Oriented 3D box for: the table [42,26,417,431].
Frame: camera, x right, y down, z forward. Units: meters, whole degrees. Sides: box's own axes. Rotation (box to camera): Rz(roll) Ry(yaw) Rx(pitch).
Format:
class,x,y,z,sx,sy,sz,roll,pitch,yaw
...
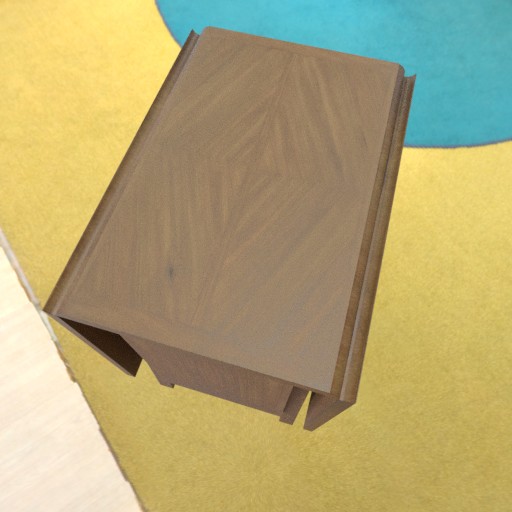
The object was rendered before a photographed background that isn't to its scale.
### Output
class,x,y,z,sx,sy,sz,roll,pitch,yaw
table,0.000,0.000,1.559,0.701,0.981,0.967,15,65,7
